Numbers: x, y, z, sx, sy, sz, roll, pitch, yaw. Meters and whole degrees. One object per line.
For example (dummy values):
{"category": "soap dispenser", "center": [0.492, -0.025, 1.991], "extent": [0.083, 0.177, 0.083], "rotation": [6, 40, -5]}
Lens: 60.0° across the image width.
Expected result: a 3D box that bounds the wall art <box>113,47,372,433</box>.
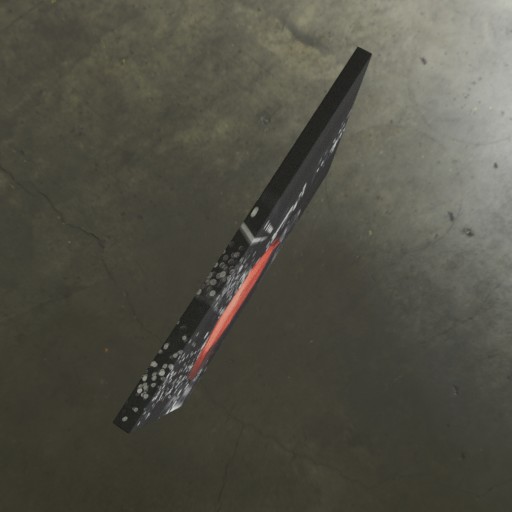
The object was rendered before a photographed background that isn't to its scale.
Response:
{"category": "wall art", "center": [0.000, 0.000, 1.171], "extent": [0.038, 0.609, 0.914], "rotation": [31, 78, 7]}
